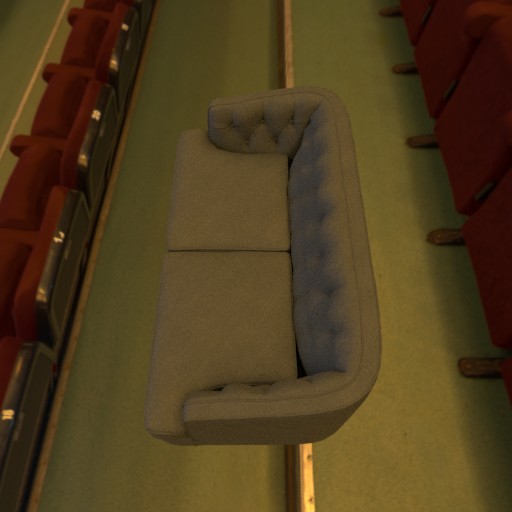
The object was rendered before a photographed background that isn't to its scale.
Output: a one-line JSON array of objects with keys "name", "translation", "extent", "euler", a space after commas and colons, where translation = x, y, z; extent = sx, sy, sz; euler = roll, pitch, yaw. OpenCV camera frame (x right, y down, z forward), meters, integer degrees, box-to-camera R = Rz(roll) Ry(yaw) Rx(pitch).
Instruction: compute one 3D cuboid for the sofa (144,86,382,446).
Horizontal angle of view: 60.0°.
[{"name": "sofa", "translation": [0.000, 0.000, 2.253], "extent": [0.941, 0.855, 1.733], "euler": [0, 59, 0]}]
